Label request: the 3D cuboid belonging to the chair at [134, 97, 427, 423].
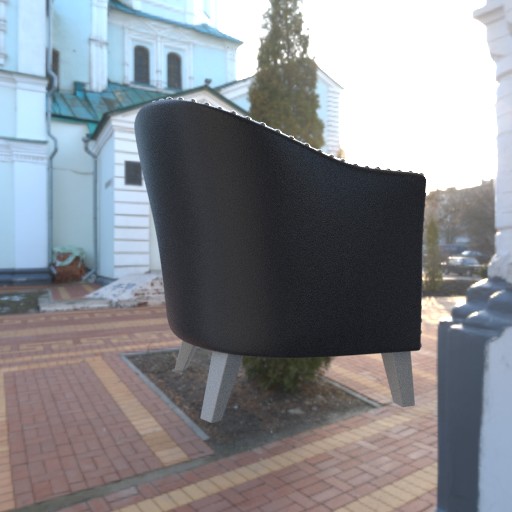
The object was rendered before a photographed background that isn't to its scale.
[{"bbox_3d":[0.000,0.000,1.417,0.748,0.823,0.794,0,0,-18],"label":"chair"}]
